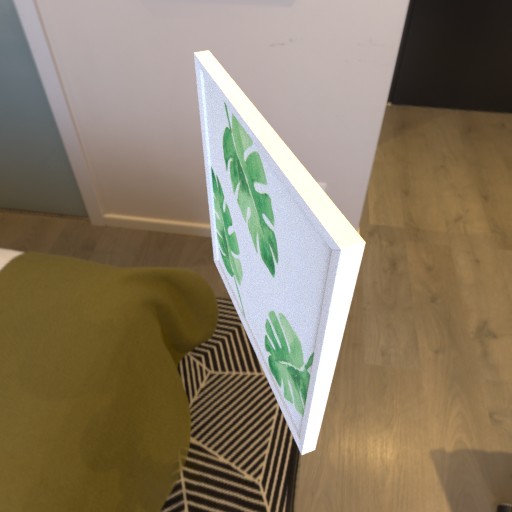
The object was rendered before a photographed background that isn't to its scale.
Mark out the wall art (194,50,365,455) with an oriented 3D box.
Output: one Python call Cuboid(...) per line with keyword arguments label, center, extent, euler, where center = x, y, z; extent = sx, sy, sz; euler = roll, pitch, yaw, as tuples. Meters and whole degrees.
Cuboid(label="wall art", center=(0.000, 0.000, 1.149), extent=(0.040, 0.762, 0.762), euler=(-16, 48, -15))
